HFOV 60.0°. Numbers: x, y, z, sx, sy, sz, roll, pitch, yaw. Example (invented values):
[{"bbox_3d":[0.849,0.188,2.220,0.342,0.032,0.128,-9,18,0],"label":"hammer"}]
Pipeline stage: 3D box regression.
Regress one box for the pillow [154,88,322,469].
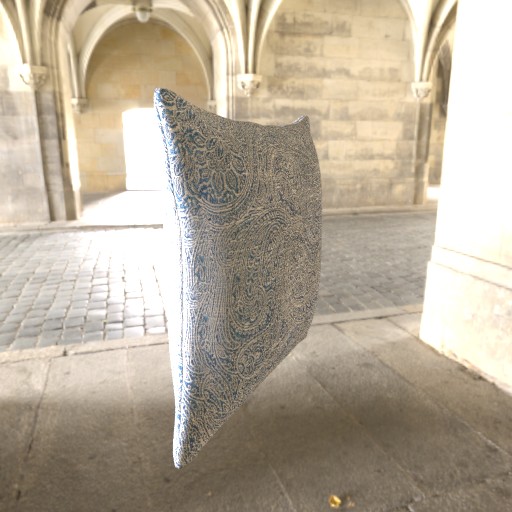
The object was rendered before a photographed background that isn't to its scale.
[{"bbox_3d":[0.000,0.000,0.789,0.166,0.510,0.523,6,15,25],"label":"pillow"}]
